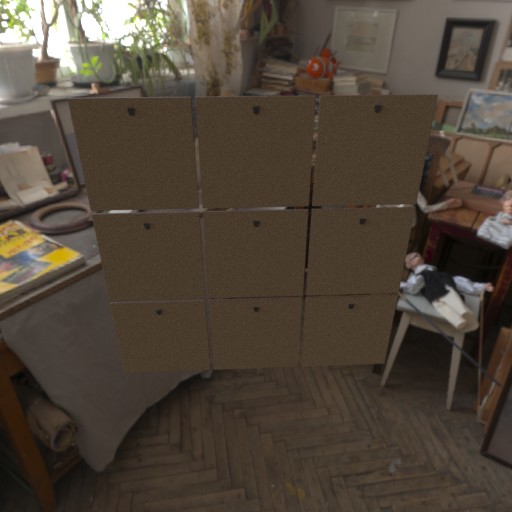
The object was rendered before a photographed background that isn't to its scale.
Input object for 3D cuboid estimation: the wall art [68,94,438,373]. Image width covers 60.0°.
[{"bbox_3d":[0.000,0.000,2.223,1.533,1.532,0.019,-1,31,-2],"label":"wall art"}]
